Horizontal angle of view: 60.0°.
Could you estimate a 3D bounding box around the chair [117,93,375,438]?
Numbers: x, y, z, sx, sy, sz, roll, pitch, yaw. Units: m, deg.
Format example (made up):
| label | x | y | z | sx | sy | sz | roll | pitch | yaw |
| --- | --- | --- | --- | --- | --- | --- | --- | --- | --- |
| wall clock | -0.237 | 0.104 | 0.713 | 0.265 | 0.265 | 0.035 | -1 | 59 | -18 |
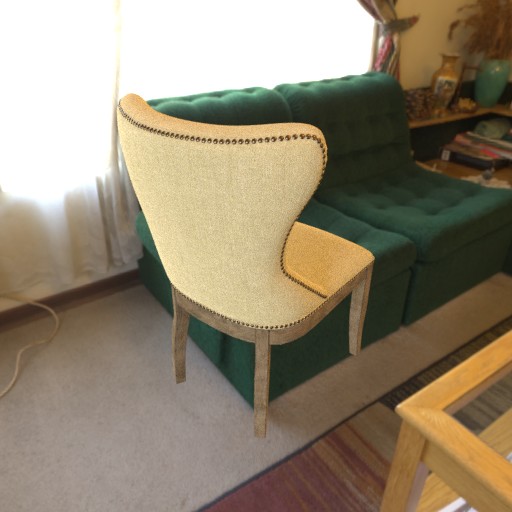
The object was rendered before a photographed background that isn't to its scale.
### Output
| label | x | y | z | sx | sy | sz | roll | pitch | yaw |
| --- | --- | --- | --- | --- | --- | --- | --- | --- | --- |
| chair | 0.000 | 0.000 | 1.443 | 0.654 | 1.002 | 0.681 | 22 | 36 | 33 |
